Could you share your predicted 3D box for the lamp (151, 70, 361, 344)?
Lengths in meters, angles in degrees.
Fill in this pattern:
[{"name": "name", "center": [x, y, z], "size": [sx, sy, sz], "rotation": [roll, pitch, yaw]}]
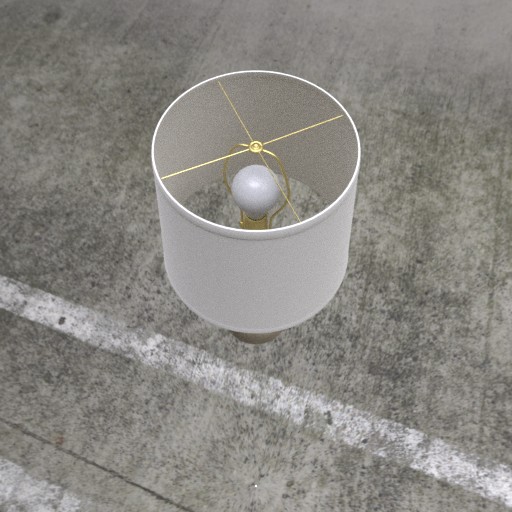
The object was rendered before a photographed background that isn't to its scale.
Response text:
[{"name": "lamp", "center": [0.000, 0.000, 0.831], "size": [0.328, 0.619, 0.328], "rotation": [0, 63, 0]}]
